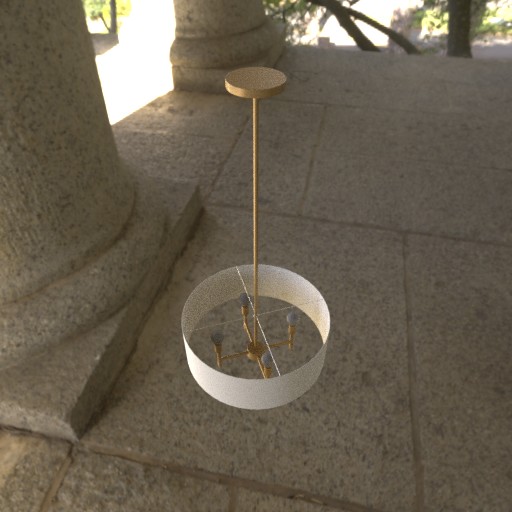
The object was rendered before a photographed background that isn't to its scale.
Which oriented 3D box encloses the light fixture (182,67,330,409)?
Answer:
[{"bbox_3d":[0.000,0.000,1.340,0.508,1.067,0.508,0,42,0],"label":"light fixture"}]
